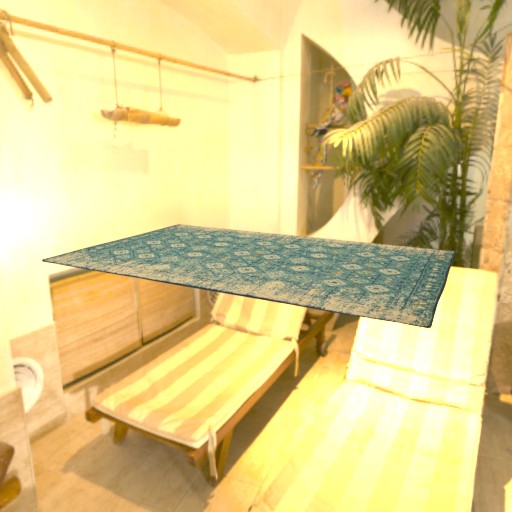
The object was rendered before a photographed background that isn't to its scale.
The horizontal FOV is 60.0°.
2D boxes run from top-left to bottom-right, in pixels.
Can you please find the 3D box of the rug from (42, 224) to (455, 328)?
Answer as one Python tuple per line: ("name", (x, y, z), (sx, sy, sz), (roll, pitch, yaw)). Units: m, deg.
("rug", (0.000, 0.000, 3.066), (2.449, 0.015, 1.530), (7, 16, 26))
